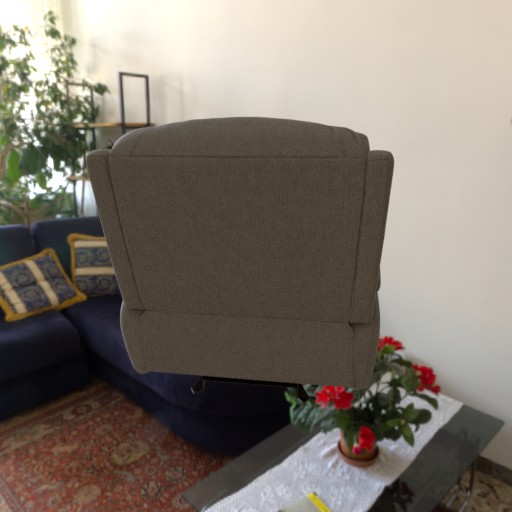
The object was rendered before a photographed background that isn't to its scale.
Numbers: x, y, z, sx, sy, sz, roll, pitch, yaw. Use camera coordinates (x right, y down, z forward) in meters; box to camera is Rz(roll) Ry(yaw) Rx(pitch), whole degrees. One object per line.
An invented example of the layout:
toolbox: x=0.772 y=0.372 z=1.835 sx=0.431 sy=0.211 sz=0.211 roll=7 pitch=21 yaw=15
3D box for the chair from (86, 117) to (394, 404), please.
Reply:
chair: x=0.000 y=0.000 z=1.731 sx=0.930 sy=1.011 sz=0.899 roll=2 pitch=15 yaw=8
